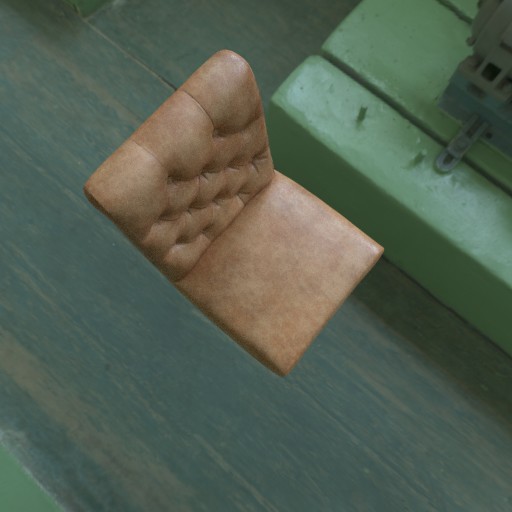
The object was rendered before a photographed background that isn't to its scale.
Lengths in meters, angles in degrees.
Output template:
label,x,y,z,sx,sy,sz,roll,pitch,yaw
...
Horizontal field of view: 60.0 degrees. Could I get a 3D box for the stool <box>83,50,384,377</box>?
label,x,y,z,sx,sy,sz,roll,pitch,yaw
stool,0.000,0.000,1.400,0.601,1.047,0.493,39,78,9
